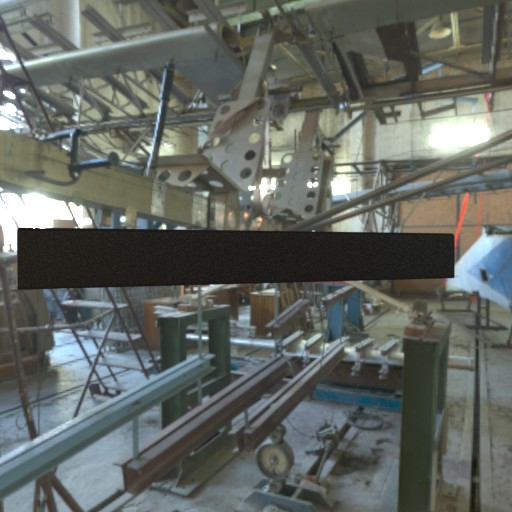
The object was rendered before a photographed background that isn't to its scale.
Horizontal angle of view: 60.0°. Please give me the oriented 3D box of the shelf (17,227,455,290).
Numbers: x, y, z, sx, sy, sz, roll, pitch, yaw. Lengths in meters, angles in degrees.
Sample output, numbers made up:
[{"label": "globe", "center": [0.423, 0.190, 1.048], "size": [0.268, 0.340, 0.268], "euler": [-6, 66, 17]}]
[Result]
[{"label": "shelf", "center": [0.000, 0.000, 0.491], "size": [0.456, 0.053, 0.102], "euler": [0, 1, -19]}]
